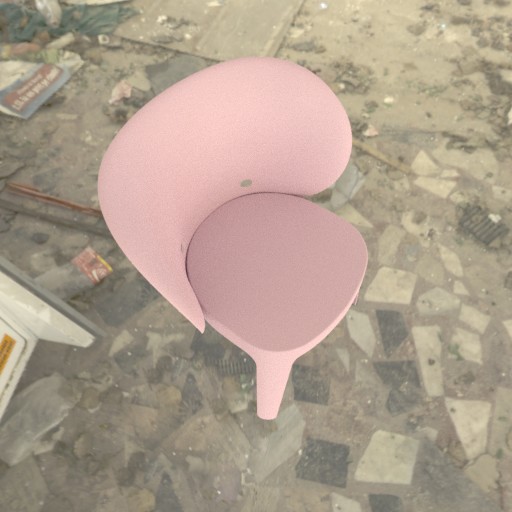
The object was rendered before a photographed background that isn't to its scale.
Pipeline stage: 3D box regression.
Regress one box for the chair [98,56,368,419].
[{"bbox_3d":[0.000,0.000,0.856,0.402,0.554,0.451,33,64,18],"label":"chair"}]
